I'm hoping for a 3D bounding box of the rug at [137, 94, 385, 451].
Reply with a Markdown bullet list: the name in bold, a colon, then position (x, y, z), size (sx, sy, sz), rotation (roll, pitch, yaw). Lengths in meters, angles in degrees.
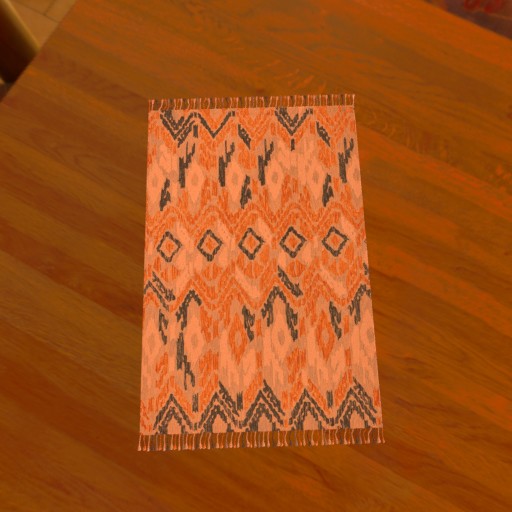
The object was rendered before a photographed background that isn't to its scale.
- **rug**: position (0.000, 0.000, 3.008), size (1.533, 0.010, 2.428), rotation (-2, 77, 0)
